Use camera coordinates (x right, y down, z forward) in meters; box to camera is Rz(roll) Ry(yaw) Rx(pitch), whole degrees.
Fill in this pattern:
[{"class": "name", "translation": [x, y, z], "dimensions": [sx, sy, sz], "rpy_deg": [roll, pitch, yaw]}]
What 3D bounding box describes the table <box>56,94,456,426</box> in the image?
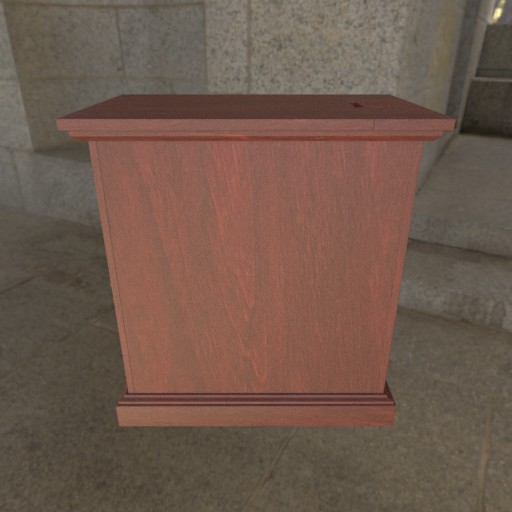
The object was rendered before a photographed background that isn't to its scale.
[{"class": "table", "translation": [0.000, 0.000, 0.939], "dimensions": [0.584, 0.612, 0.356], "rpy_deg": [0, 25, 0]}]
